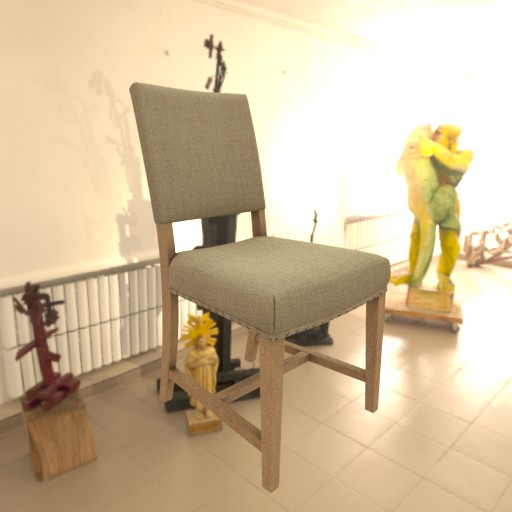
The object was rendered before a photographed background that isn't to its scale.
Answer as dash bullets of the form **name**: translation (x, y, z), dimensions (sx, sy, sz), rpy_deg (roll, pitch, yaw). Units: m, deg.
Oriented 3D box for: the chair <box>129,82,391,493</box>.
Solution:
- **chair**: translation (0.000, 0.000, 1.324), dimensions (0.508, 0.986, 0.622), rpy_deg (-13, 19, -43)
